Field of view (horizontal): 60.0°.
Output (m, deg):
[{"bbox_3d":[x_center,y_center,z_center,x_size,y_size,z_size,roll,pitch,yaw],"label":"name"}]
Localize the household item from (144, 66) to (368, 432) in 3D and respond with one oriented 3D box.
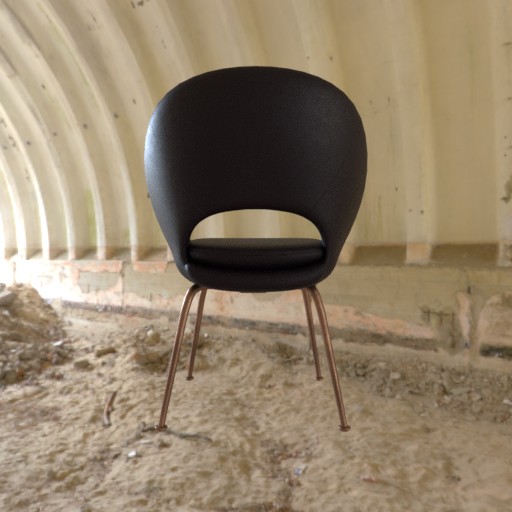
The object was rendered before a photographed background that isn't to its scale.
[{"bbox_3d":[0.000,0.000,1.260,0.623,0.852,0.573,0,0,0],"label":"household item"}]
